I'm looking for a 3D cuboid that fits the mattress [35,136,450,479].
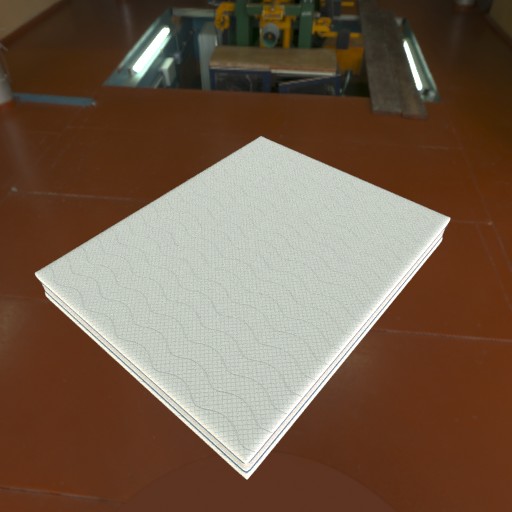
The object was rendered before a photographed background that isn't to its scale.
[{"bbox_3d":[0.000,0.000,2.755,1.600,0.230,2.000,31,52,27],"label":"mattress"}]
